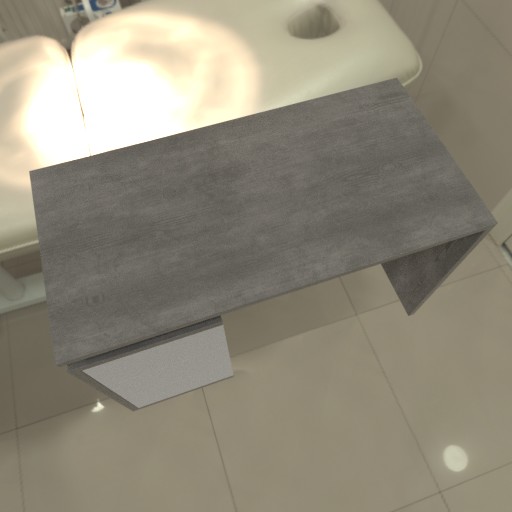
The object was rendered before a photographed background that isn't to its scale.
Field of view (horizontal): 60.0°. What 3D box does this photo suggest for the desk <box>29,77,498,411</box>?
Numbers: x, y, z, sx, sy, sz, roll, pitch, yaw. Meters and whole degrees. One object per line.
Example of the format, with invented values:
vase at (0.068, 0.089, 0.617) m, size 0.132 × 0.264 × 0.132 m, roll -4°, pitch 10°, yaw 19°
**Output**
desk at (0.000, 0.000, 1.586) m, size 1.200 × 0.740 × 0.600 m, roll -17°, pitch 64°, yaw -9°
